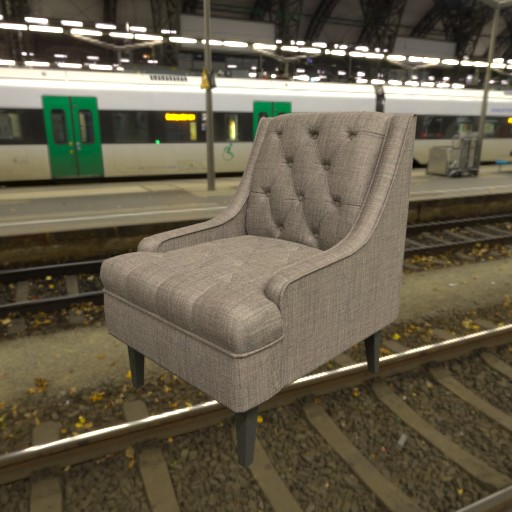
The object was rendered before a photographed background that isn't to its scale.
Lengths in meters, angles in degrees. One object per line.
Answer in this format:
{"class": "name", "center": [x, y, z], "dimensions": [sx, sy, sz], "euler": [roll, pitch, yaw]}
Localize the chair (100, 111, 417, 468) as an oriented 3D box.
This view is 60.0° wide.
{"class": "chair", "center": [0.000, 0.000, 1.409], "dimensions": [0.655, 0.891, 0.771], "euler": [15, 22, 42]}
